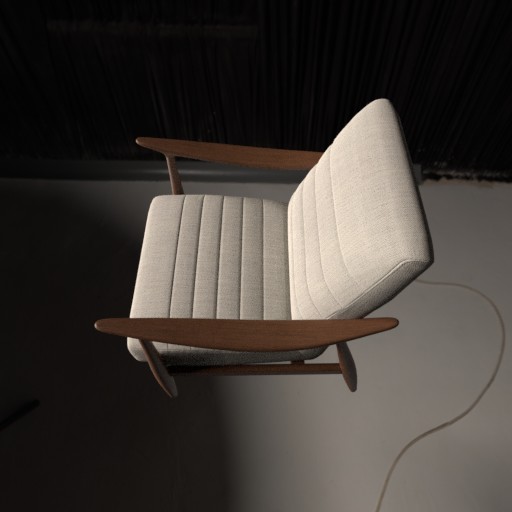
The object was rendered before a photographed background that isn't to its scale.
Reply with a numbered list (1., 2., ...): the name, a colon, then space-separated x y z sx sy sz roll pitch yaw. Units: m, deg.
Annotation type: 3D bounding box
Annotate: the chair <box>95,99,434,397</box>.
1. chair: 0.000 0.000 1.436 0.798 0.832 0.741 0 57 0
